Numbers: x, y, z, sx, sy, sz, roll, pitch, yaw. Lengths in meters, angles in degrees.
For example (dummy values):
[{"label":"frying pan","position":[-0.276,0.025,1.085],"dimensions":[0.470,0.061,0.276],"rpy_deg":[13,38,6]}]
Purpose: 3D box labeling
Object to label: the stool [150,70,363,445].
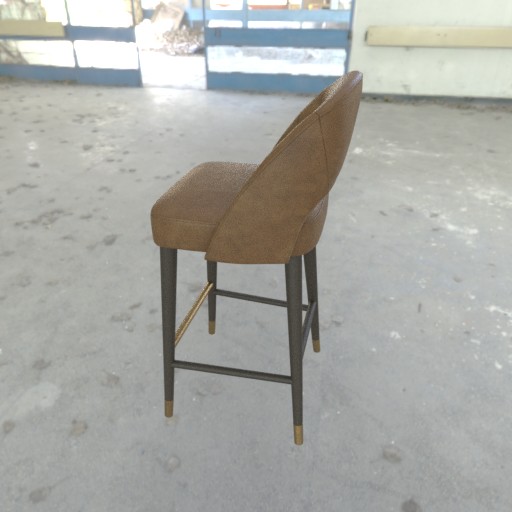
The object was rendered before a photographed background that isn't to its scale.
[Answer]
[{"label":"stool","position":[0.000,0.000,1.326],"dimensions":[0.509,1.037,0.494],"rpy_deg":[7,31,12]}]
